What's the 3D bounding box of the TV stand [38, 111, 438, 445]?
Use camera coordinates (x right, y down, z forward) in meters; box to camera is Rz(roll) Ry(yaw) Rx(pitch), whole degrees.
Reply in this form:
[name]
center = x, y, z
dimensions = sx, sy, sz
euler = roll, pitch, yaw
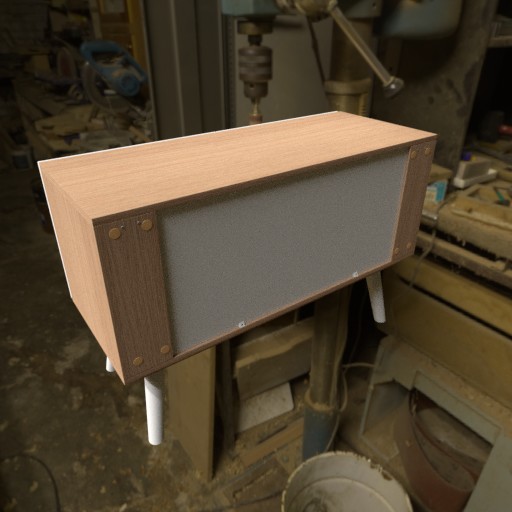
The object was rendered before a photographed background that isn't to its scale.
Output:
[TV stand]
center = 0.000, 0.000, 1.325
dimensions = 0.991, 0.660, 0.407
euler = -19, 35, -30
